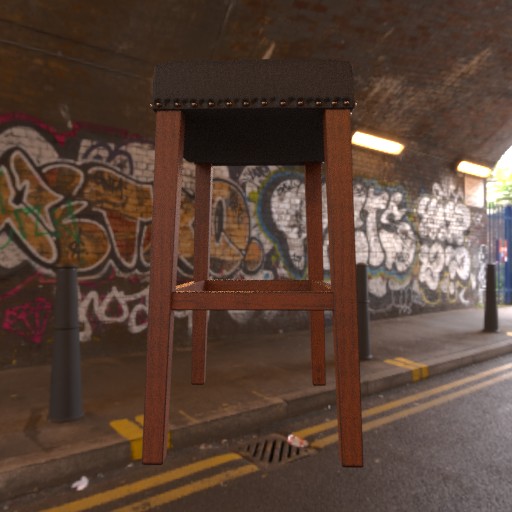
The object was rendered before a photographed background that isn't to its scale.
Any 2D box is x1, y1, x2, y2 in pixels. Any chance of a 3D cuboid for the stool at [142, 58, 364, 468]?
[{"bbox_3d":[0.000,0.000,0.860,0.320,0.612,0.439,0,0,2],"label":"stool"}]
